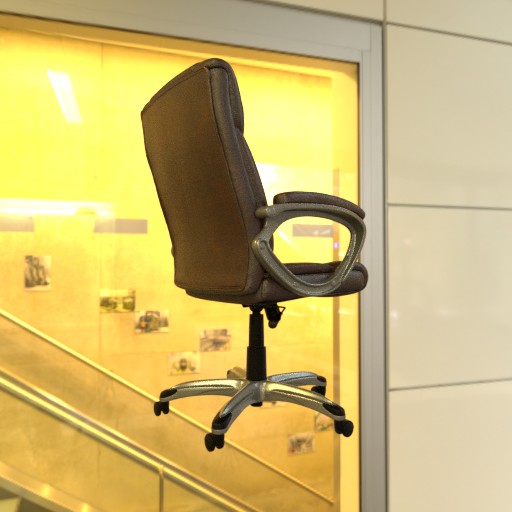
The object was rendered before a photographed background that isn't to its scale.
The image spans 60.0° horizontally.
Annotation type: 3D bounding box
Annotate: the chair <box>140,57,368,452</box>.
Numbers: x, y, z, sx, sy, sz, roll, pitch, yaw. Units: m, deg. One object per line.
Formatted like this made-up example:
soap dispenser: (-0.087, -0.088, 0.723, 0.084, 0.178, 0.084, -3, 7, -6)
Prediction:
chair: (0.000, 0.000, 1.572, 0.692, 1.128, 0.656, 1, -1, -36)
